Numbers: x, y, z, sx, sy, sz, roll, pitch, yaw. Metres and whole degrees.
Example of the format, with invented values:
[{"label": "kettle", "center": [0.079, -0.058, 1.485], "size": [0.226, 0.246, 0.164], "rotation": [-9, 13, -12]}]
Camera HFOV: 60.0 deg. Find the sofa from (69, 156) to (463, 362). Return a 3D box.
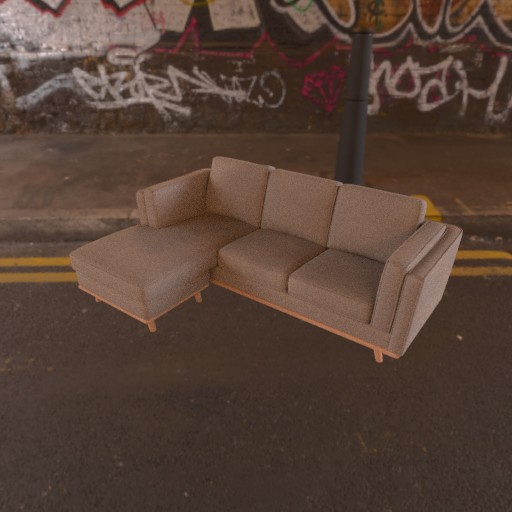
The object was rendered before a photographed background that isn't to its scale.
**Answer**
[{"label": "sofa", "center": [0.000, 0.000, 3.234], "size": [2.411, 0.929, 1.604], "rotation": [19, 33, 32]}]
